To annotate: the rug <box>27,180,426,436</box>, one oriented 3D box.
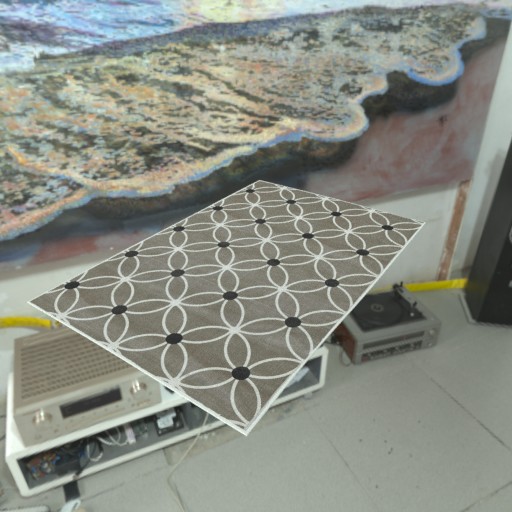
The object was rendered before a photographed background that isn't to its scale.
[{"bbox_3d":[0.000,0.000,2.895,1.522,0.008,2.284,20,36,30],"label":"rug"}]
